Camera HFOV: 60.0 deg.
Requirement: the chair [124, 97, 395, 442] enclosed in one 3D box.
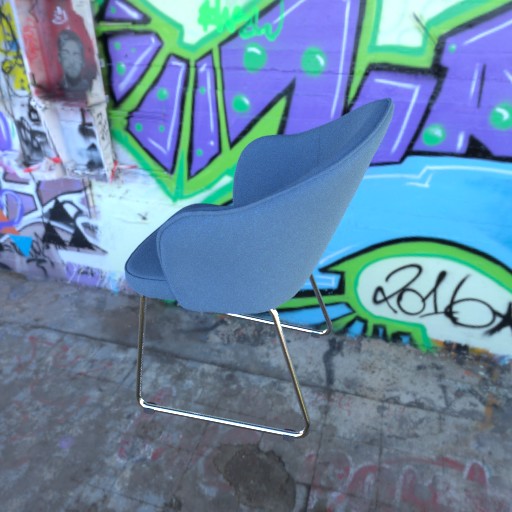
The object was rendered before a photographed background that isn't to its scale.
[{"bbox_3d":[0.000,0.000,1.168,0.585,0.815,0.570,8,31,14],"label":"chair"}]
